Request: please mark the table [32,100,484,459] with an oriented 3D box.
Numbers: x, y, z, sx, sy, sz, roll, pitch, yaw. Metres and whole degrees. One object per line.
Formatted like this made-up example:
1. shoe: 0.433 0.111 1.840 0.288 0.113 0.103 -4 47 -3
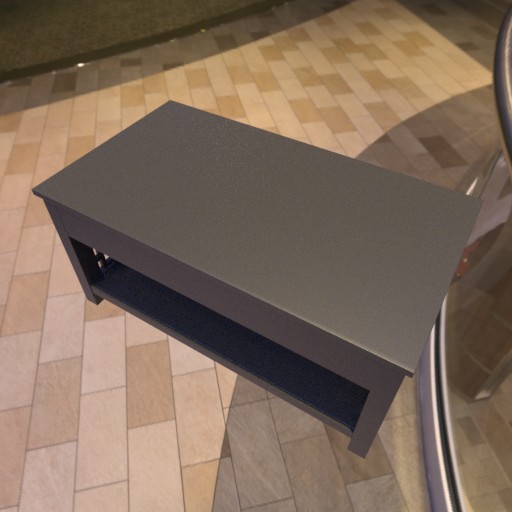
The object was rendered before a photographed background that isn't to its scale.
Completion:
1. table: 0.000 0.000 1.379 1.068 0.493 0.612 24 51 21
